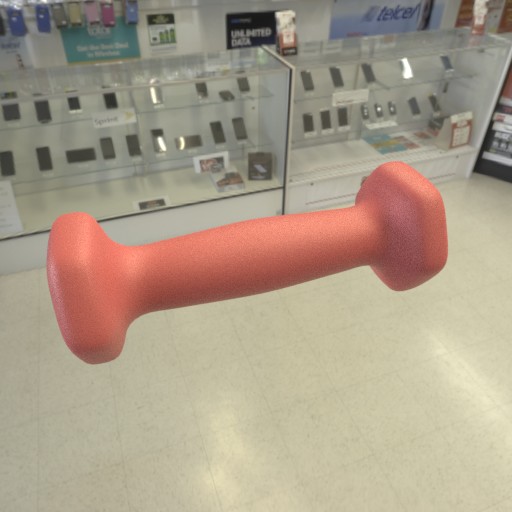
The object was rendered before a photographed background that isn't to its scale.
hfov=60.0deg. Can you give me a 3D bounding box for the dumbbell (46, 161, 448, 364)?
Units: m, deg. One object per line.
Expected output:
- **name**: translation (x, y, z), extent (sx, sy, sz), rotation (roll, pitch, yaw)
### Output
- **dumbbell**: translation (0.000, 0.000, 0.146), extent (0.123, 0.043, 0.047), rotation (-11, 41, -14)
